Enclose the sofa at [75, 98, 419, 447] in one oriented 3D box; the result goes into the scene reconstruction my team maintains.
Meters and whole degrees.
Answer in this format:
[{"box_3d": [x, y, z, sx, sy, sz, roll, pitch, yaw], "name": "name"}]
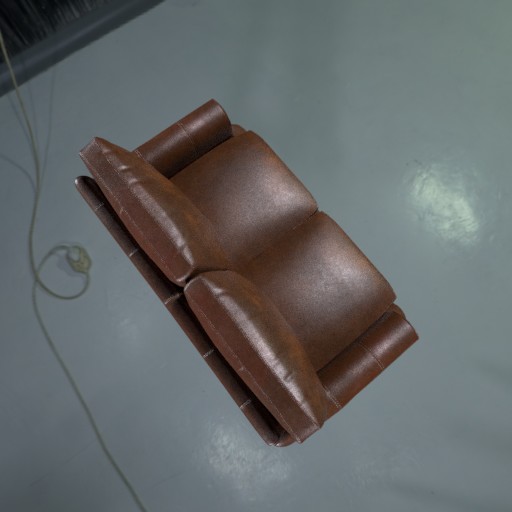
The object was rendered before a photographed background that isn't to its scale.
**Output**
[{"box_3d": [0.000, 0.000, 2.244, 0.990, 0.976, 1.616, -38, 79, -9], "name": "sofa"}]
